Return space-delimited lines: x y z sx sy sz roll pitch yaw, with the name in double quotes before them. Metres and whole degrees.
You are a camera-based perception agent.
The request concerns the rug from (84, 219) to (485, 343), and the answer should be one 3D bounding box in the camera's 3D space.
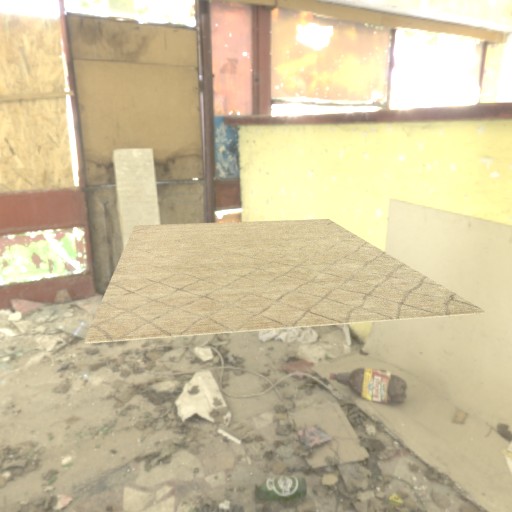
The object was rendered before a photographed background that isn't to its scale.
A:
"rug" 0.000 0.000 4.041 2.420 0.019 3.038 -3 16 -9
